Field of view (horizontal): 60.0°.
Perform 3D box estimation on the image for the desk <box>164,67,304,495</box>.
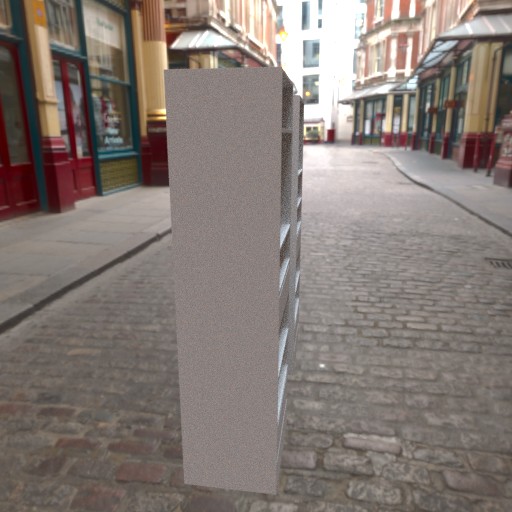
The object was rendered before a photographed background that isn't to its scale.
[{"bbox_3d":[0.000,0.000,2.852,0.480,2.000,1.770,2,15,8],"label":"desk"}]
